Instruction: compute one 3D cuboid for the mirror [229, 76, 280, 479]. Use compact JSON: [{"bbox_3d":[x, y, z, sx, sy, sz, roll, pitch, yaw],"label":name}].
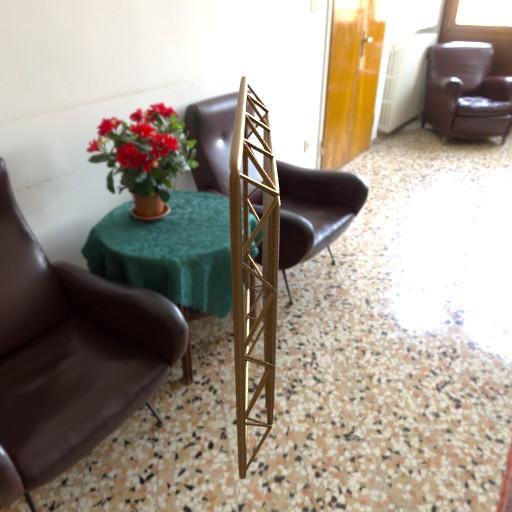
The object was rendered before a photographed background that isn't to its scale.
[{"bbox_3d":[0.000,0.000,0.626,0.046,0.414,0.416,0,31,0],"label":"mirror"}]
